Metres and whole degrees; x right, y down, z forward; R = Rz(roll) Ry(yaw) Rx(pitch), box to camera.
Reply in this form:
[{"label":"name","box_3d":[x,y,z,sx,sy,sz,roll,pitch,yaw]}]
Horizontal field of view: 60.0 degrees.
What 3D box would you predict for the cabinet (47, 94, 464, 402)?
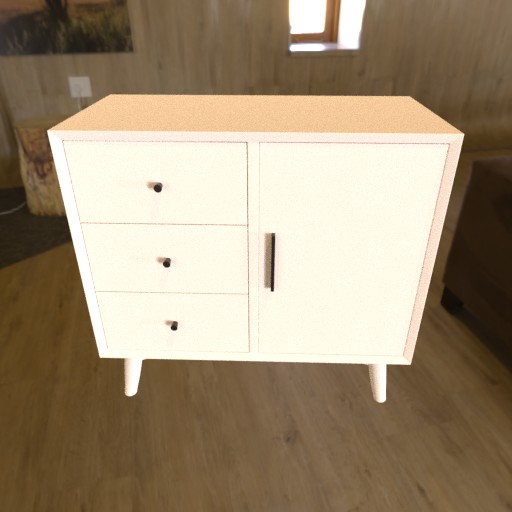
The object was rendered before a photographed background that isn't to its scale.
[{"label":"cabinet","box_3d":[0.000,0.000,1.200,0.800,0.761,0.398,1,30,2]}]
